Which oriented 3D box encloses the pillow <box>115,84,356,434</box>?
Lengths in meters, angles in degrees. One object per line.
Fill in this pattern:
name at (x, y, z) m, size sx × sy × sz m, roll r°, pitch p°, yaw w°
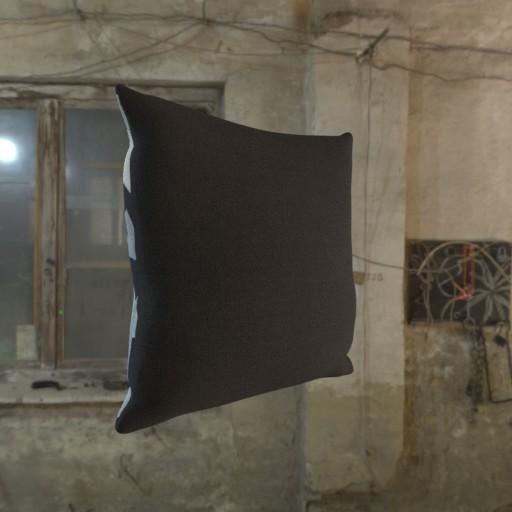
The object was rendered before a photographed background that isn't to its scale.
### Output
pillow at (0.000, 0.000, 0.771) m, size 0.503 × 0.496 × 0.208 m, roll -1°, pitch 2°, yaw -38°
